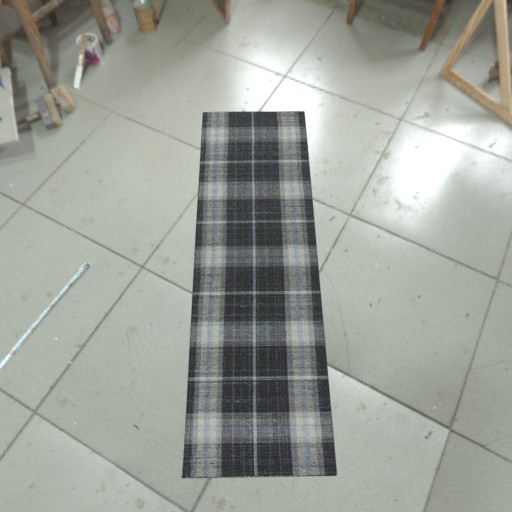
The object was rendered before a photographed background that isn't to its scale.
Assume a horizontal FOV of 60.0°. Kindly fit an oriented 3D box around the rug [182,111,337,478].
[{"bbox_3d":[0.000,0.000,2.724,0.760,0.012,2.434,-1,62,0],"label":"rug"}]
